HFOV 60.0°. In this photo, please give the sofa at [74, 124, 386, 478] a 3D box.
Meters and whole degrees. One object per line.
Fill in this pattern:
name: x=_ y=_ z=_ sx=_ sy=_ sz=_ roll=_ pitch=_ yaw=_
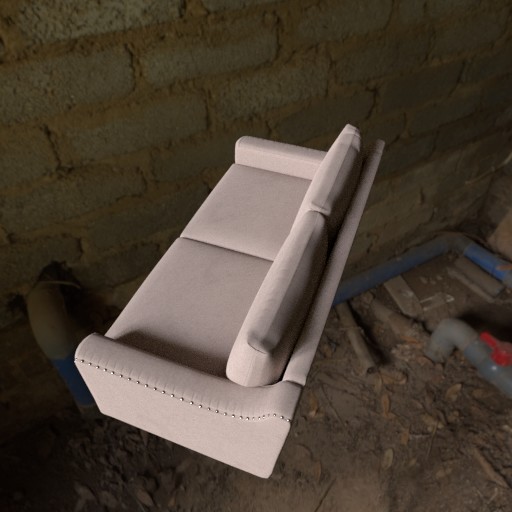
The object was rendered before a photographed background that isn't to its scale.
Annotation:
sofa: x=0.000 y=0.000 z=2.519 sx=1.030 sy=0.901 sz=1.967 roll=15 pitch=48 yaw=15
